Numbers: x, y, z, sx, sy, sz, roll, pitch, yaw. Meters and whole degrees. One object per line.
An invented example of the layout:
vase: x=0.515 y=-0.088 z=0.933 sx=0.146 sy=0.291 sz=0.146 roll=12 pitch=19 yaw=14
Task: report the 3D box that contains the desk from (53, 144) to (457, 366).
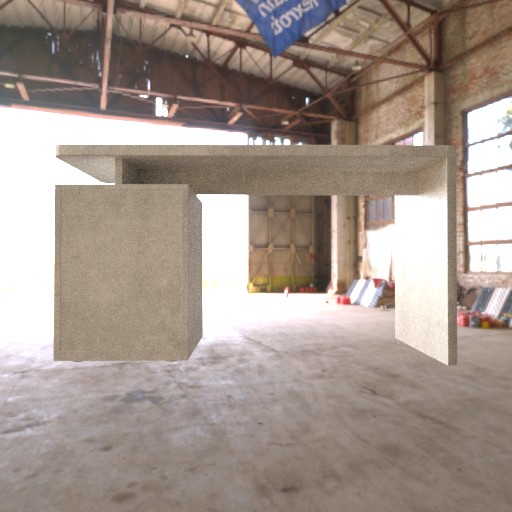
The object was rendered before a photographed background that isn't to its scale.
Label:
desk: x=0.000 y=0.000 z=1.778 sx=1.400 sy=0.755 sz=0.550 roll=0 pitch=-1 yaw=-1
